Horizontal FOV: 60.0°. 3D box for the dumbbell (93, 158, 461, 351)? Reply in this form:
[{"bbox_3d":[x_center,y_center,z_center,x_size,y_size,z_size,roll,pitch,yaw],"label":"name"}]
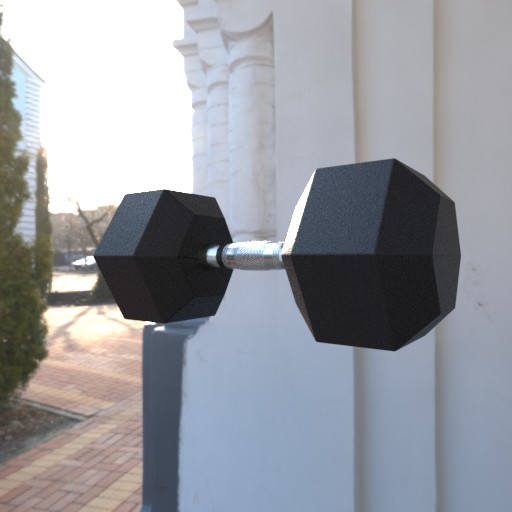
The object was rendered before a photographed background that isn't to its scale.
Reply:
[{"bbox_3d":[0.000,0.000,0.472,0.384,0.150,0.173,0,-1,35],"label":"dumbbell"}]
